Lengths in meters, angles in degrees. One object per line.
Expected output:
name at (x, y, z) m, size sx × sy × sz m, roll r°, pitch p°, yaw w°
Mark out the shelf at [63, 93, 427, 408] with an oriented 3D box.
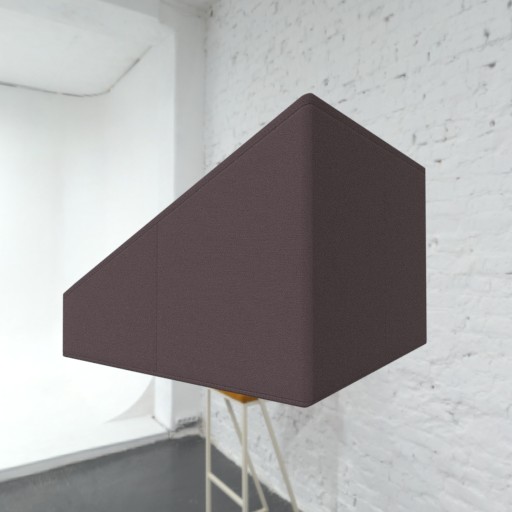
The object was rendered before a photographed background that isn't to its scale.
shelf at (0.000, 0.000, 0.492) m, size 0.292 × 0.210 × 0.292 m, roll -1°, pitch -1°, yaw 35°
